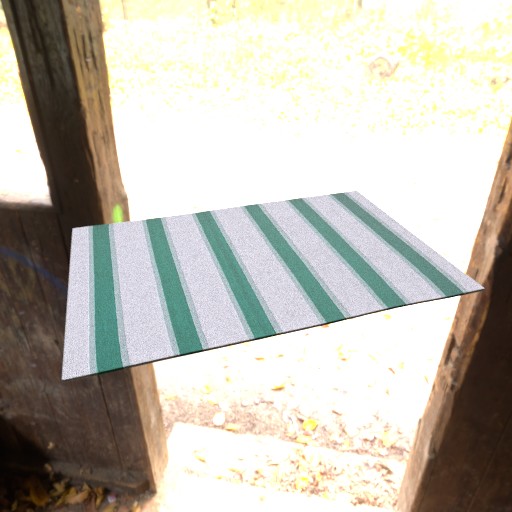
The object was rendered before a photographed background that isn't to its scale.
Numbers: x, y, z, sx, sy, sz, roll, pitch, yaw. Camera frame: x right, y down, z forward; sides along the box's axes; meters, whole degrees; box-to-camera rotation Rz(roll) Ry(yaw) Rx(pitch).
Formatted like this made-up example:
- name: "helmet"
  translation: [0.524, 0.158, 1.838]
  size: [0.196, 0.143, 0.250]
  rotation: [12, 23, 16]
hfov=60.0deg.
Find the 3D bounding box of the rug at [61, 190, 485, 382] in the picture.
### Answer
- name: "rug"
  translation: [0.000, 0.000, 2.293]
  size: [1.829, 0.012, 1.210]
  rotation: [-9, 33, -15]
